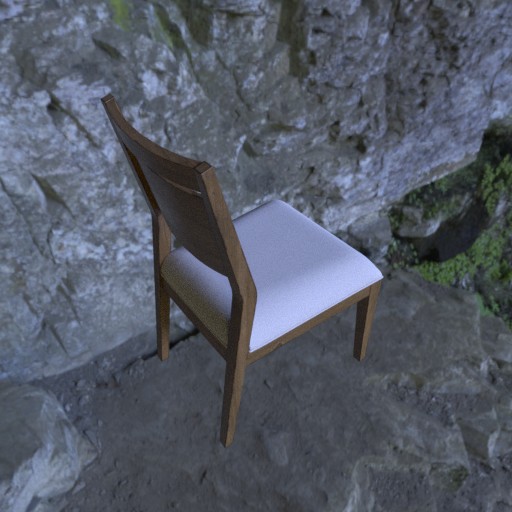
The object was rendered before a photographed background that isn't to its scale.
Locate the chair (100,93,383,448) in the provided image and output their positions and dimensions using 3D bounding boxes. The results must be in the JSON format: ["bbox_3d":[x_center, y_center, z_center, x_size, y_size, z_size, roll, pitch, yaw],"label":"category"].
[{"bbox_3d":[0.000,0.000,1.294,0.610,0.939,0.497,-26,47,-28],"label":"chair"}]
